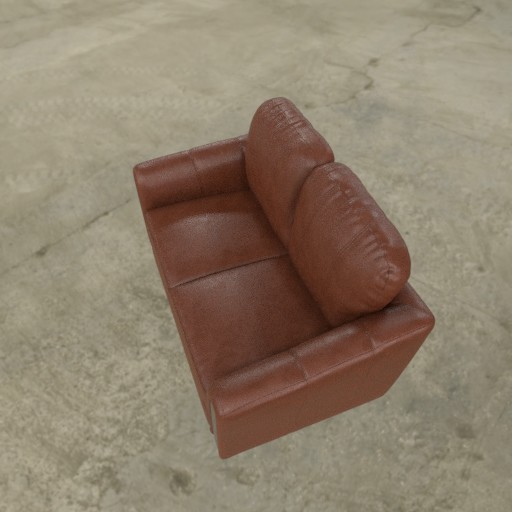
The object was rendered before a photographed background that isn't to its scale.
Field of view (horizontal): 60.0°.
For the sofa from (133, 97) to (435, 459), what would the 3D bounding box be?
[{"bbox_3d":[0.000,0.000,1.940,0.805,0.906,1.406,-16,48,-15],"label":"sofa"}]
